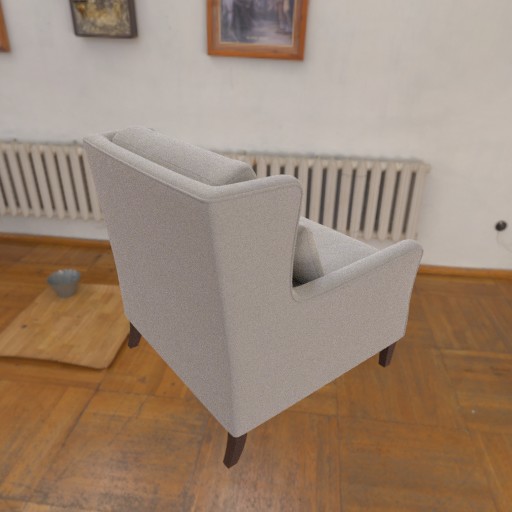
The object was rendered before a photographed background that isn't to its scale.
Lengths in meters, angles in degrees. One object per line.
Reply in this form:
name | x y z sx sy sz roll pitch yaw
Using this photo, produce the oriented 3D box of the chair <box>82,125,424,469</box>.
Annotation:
chair | 0.000 0.000 1.893 1.040 1.056 0.982 -19 33 -33
